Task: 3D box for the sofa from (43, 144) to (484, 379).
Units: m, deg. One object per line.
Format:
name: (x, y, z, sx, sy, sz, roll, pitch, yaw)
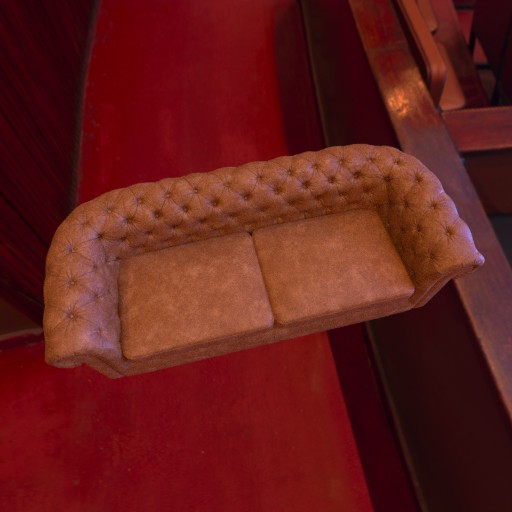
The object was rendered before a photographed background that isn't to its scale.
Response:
sofa: (0.000, 0.000, 2.745, 2.365, 0.760, 0.989, -12, 63, -6)
